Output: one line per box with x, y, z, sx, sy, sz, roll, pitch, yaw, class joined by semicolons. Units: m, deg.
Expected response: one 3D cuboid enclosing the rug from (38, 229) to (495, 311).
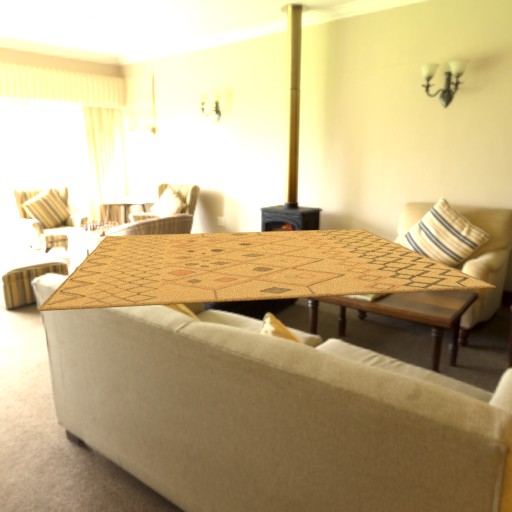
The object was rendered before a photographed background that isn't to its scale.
0.000;0.000;4.072;3.050;0.016;2.441;-2;13;-9;rug
